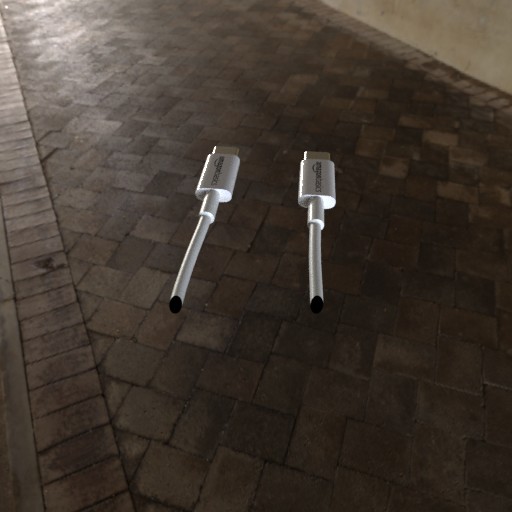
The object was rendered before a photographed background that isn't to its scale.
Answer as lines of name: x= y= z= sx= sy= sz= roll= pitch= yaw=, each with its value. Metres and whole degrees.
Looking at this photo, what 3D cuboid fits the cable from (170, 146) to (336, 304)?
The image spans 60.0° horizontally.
cable: x=0.000 y=0.000 z=0.111 sx=0.041 sy=0.005 sz=0.098 roll=4 pitch=45 yaw=4
